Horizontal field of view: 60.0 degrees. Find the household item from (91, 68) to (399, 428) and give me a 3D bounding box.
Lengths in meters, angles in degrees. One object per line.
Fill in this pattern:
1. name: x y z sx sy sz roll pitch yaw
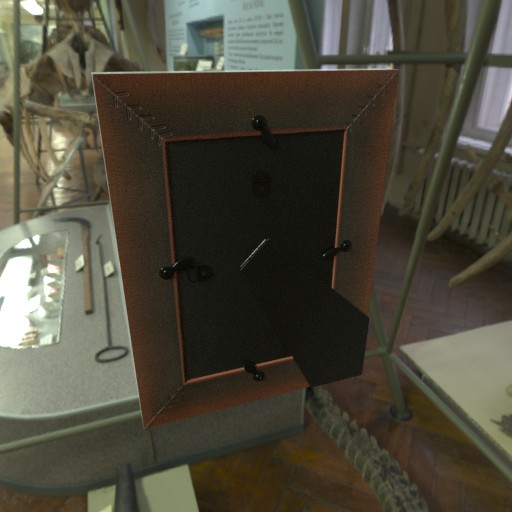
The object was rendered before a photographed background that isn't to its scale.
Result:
1. household item: 0.000 0.000 0.280 0.165 0.216 0.025 -8 26 -18
